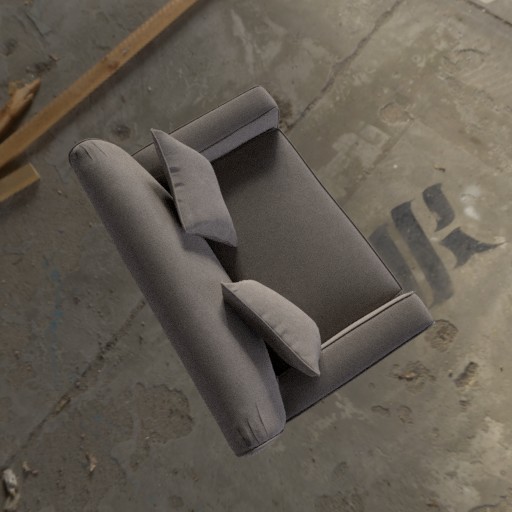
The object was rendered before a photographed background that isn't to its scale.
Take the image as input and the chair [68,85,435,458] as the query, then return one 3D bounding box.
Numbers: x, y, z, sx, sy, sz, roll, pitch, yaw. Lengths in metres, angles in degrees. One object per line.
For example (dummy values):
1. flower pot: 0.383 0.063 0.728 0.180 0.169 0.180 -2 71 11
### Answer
1. chair: 0.000 0.000 2.090 0.992 0.953 1.395 -31 77 -8
